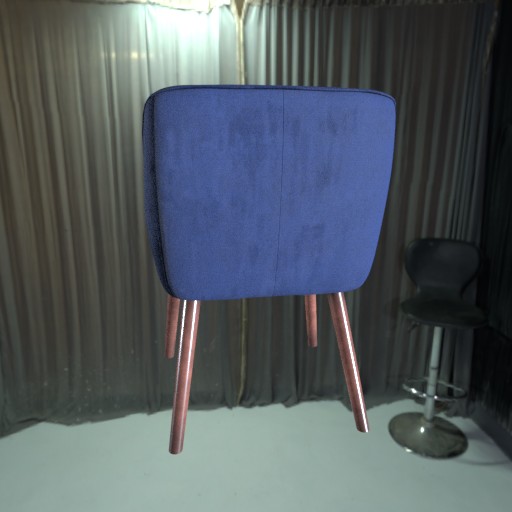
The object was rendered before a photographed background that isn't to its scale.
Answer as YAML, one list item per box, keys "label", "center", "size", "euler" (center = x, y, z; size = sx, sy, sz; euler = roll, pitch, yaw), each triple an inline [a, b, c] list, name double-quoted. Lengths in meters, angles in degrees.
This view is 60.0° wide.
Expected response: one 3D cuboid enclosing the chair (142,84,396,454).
- label: "chair"
  center: [0.000, 0.000, 1.228]
  size: [0.600, 0.820, 0.600]
  euler: [-2, 14, -10]
